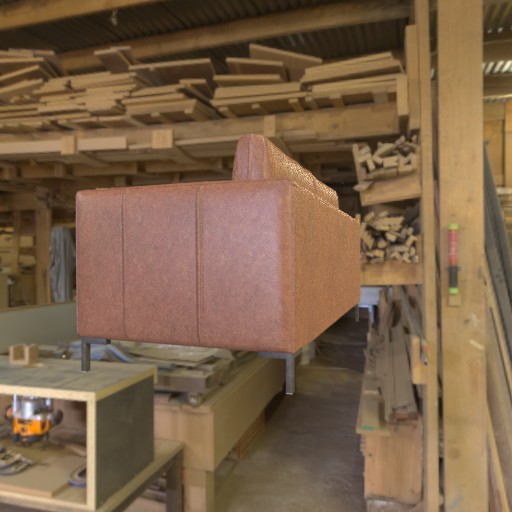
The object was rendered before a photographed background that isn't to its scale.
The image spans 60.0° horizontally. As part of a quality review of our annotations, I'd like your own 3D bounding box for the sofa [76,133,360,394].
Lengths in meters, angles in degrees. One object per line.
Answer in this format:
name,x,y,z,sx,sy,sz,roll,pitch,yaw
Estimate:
sofa,0.000,0.000,2.357,0.899,0.883,1.797,0,0,20
